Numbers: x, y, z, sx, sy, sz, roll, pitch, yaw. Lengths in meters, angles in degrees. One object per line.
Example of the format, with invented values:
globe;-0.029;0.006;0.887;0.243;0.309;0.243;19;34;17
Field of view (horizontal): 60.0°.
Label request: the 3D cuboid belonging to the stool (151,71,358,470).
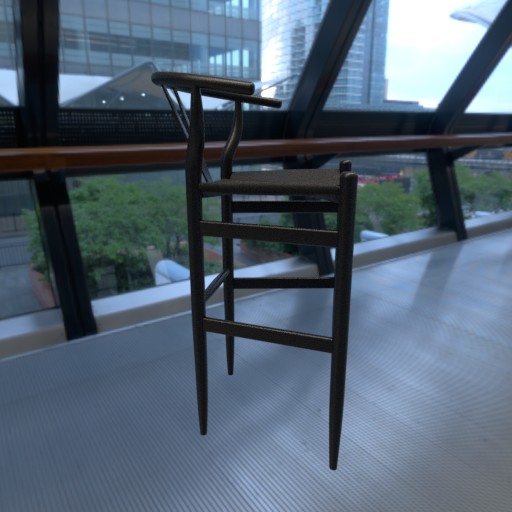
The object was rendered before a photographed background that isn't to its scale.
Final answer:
stool;0.000;0.000;1.405;0.579;1.072;0.569;3;15;10
